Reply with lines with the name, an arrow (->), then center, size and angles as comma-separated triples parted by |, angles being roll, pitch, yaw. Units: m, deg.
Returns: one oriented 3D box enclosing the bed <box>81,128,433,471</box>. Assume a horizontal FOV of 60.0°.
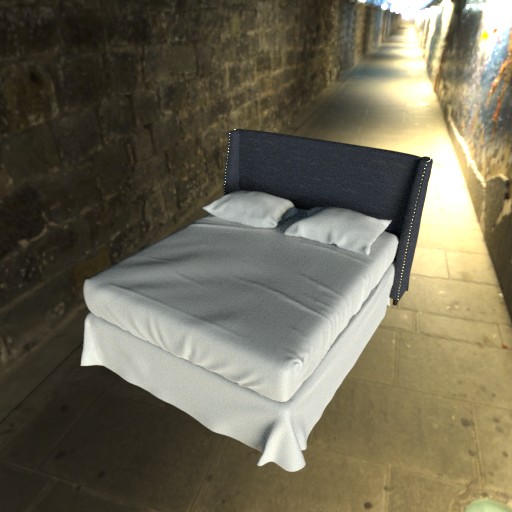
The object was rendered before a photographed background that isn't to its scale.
bed -> 0.000, 0.000, 3.429 | 1.925, 1.332, 2.276 | 17, 33, 28
